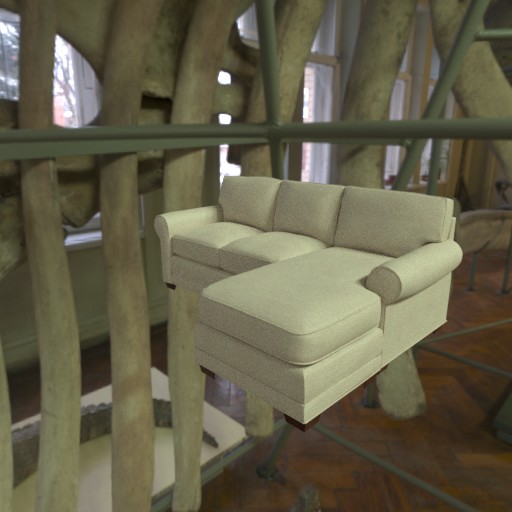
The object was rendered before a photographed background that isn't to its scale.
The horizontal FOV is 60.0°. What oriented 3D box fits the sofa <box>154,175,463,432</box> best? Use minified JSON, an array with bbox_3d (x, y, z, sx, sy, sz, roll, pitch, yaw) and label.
[{"bbox_3d":[0.000,0.000,2.406,1.770,0.734,1.226,15,22,43],"label":"sofa"}]
